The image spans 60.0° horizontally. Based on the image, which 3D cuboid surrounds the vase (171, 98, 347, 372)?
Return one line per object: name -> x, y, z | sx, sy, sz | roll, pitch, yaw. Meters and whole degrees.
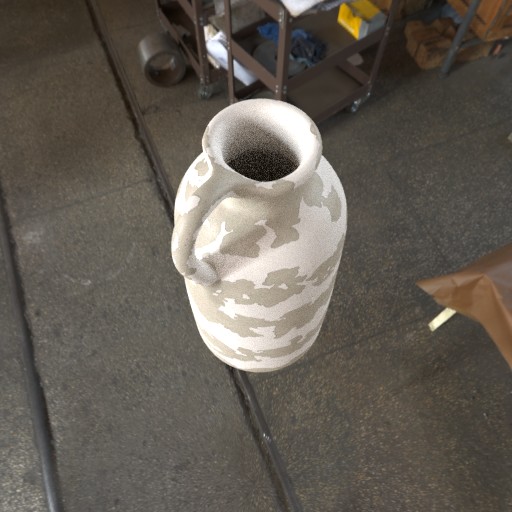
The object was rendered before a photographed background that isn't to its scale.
vase -> 0.000, 0.000, 0.488 | 0.186, 0.382, 0.203 | 31, 67, 15
